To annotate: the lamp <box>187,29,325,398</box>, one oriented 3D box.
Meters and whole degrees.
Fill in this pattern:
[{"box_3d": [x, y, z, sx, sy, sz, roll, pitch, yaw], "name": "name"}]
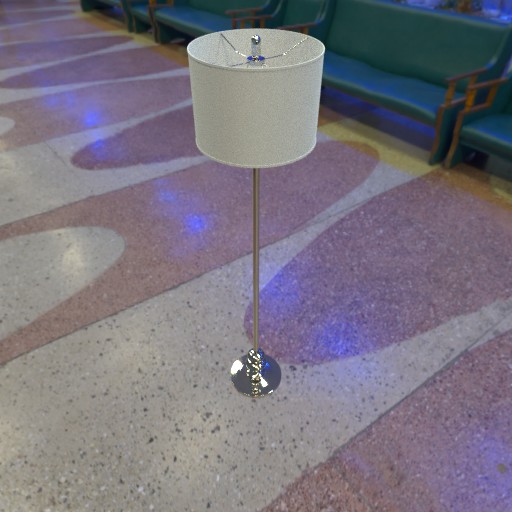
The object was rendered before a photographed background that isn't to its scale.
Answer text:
[{"box_3d": [0.000, 0.000, 1.620, 0.356, 1.487, 0.356, -24, 46, -26], "name": "lamp"}]
